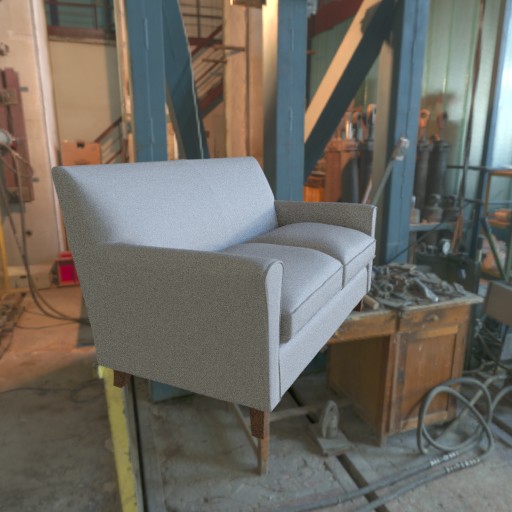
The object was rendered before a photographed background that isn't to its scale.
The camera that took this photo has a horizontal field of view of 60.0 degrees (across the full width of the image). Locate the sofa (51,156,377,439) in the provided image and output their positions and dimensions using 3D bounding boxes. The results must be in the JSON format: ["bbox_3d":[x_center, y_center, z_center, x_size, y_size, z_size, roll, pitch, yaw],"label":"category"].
[{"bbox_3d":[0.000,0.000,2.113,0.888,0.890,1.482,7,16,26],"label":"sofa"}]
